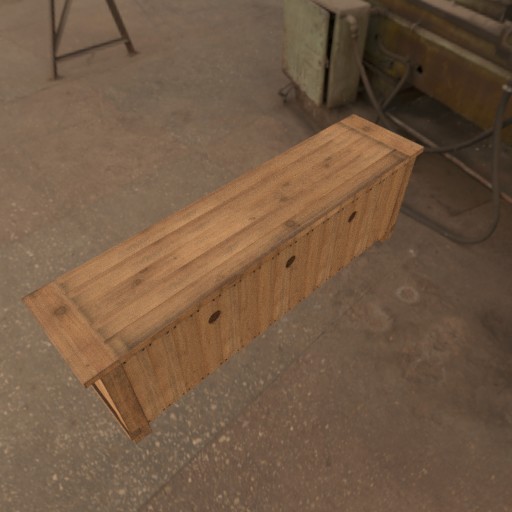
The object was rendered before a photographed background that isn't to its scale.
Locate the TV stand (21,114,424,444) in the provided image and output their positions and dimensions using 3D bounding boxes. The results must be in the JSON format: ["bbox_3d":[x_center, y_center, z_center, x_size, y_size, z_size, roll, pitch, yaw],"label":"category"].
[{"bbox_3d":[0.000,0.000,2.033,1.804,0.573,0.453,-34,56,-28],"label":"TV stand"}]
